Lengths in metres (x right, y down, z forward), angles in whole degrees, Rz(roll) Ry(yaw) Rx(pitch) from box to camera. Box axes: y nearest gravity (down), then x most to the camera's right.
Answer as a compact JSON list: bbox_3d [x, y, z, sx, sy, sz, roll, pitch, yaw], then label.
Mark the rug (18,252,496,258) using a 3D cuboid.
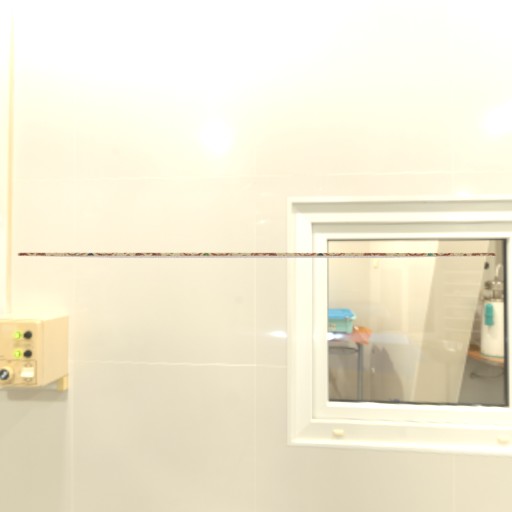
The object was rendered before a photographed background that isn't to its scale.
[{"bbox_3d":[0.000,0.000,2.306,1.838,0.013,1.226,0,-1,-2],"label":"rug"}]
